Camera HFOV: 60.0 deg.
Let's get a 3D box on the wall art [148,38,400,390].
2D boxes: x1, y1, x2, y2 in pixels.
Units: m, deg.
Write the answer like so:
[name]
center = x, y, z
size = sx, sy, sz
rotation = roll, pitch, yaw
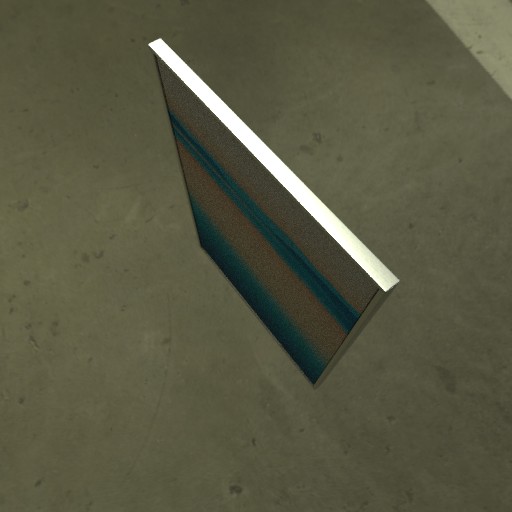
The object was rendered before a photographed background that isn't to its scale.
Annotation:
[wall art]
center = 0.000, 0.000, 1.404
size = 0.037, 1.062, 0.801
rotation = -35, 69, -15
